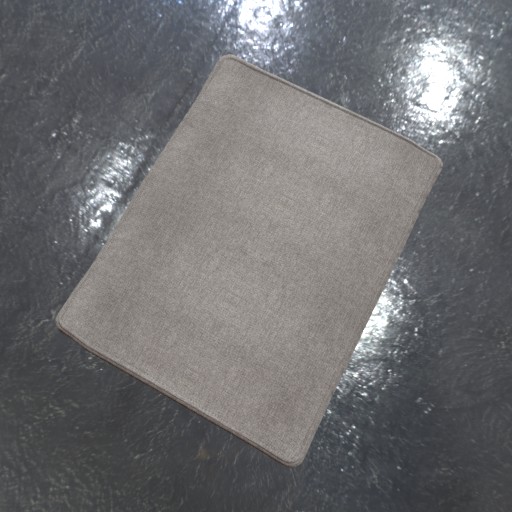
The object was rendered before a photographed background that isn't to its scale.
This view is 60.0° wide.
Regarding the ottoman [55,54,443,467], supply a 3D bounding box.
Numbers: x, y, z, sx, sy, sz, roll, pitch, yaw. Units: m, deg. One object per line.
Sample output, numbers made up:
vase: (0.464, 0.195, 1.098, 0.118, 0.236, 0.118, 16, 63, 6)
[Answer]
ottoman: (0.000, 0.000, 1.238, 0.652, 0.492, 0.833, 28, 78, 6)
